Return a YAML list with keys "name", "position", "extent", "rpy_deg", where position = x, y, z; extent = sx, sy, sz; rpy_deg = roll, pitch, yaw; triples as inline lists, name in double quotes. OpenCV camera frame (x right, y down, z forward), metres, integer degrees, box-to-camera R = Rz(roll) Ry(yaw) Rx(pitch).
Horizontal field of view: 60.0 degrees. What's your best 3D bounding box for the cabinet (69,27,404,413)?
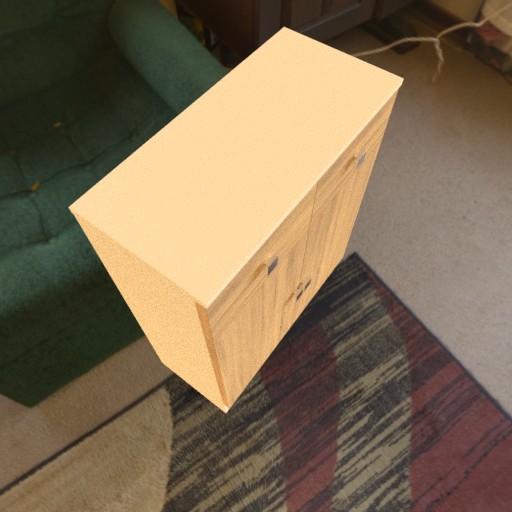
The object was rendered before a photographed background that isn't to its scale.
- name: "cabinet"
  position: [0.000, 0.000, 1.132]
  extent: [0.296, 0.815, 0.600]
  rpy_deg: [33, 64, 18]
